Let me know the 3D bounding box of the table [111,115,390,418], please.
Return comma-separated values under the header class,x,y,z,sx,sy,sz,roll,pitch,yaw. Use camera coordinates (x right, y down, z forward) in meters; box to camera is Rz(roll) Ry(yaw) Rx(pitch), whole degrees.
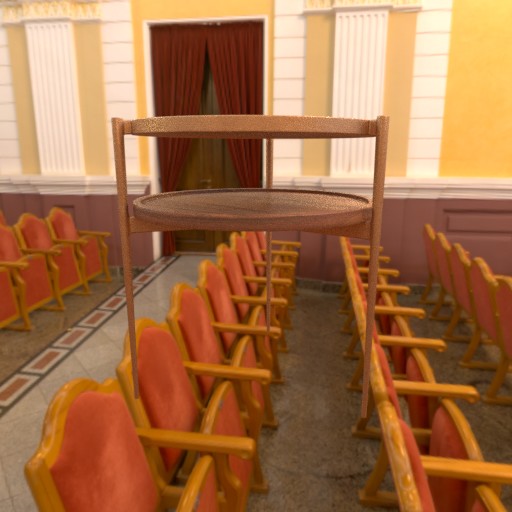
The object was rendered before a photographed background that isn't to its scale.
class,x,y,z,sx,sy,sz,roll,pitch,yaw
table,0.000,0.000,0.846,0.430,0.493,0.456,2,14,8
